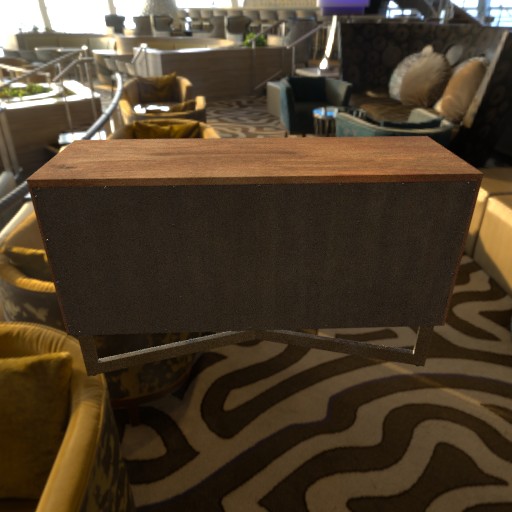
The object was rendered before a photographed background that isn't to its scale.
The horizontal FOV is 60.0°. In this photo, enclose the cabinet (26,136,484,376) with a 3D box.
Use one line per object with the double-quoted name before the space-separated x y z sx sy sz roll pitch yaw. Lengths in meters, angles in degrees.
"cabinet" 0.000 0.000 1.735 1.373 0.812 0.480 -1 29 -2
